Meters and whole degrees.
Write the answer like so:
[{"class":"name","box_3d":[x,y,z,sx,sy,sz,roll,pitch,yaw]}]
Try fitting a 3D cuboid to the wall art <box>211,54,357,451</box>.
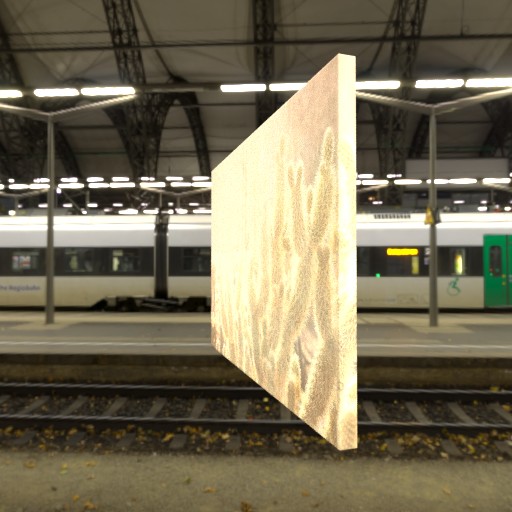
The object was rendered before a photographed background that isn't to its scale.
[{"class":"wall art","box_3d":[0.000,0.000,1.393,0.041,0.758,1.142,0,-1,-18]}]
